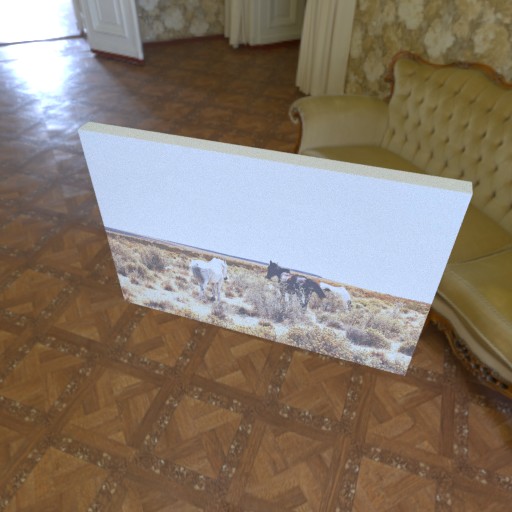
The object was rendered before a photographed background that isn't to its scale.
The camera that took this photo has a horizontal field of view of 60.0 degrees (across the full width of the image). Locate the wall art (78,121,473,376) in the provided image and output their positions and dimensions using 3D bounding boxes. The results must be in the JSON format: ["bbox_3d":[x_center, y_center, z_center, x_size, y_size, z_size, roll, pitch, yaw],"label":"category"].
[{"bbox_3d":[0.000,0.000,1.197,0.914,0.610,0.050,12,42,14],"label":"wall art"}]
